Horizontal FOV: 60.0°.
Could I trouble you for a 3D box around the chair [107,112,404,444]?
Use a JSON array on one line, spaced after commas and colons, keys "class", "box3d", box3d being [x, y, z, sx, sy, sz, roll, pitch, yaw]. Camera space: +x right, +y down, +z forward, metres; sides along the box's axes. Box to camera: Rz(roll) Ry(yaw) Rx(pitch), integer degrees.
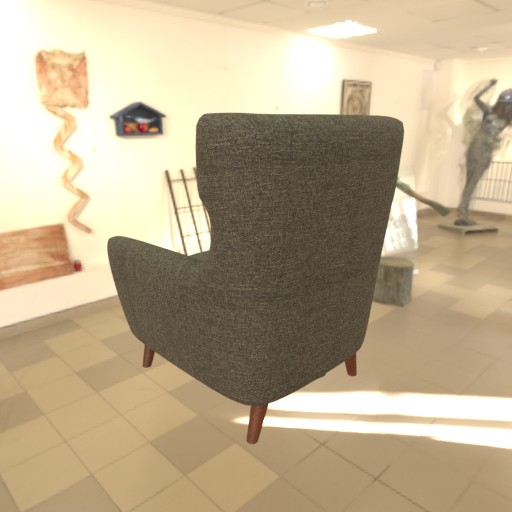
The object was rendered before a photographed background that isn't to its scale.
[{"class": "chair", "box3d": [0.000, 0.000, 1.756, 0.878, 1.063, 0.904, -16, 23, -42]}]
